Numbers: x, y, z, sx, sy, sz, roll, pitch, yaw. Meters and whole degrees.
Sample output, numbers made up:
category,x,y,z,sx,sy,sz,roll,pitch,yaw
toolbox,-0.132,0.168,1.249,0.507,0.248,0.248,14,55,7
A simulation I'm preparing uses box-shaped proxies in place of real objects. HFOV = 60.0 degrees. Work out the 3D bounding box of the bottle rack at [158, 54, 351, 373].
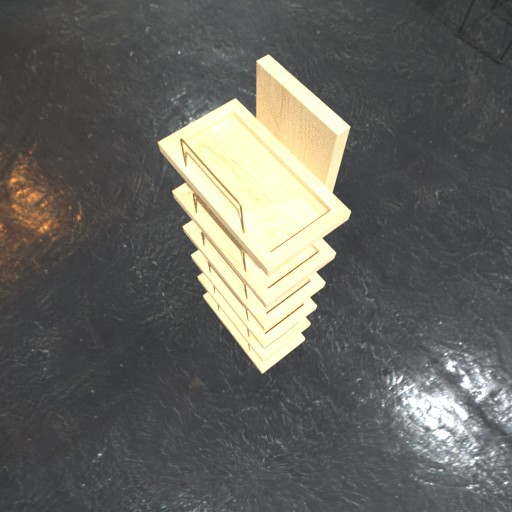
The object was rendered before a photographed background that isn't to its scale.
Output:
category,x,y,z,sx,sy,sz,roll,pitch,yaw
bottle rack,0.000,0.000,1.098,0.206,0.943,0.330,-35,69,-16
